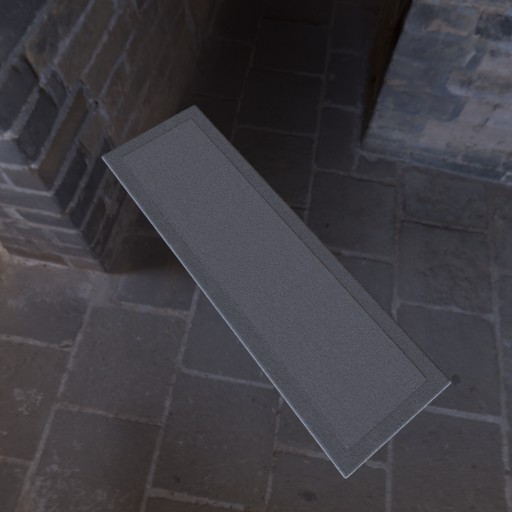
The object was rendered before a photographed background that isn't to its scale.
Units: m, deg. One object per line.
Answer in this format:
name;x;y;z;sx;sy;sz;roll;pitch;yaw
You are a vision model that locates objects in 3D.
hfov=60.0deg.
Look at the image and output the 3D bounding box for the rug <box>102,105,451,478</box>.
rug;0.000;0.000;2.658;0.759;0.012;2.430;-35;70;-15
